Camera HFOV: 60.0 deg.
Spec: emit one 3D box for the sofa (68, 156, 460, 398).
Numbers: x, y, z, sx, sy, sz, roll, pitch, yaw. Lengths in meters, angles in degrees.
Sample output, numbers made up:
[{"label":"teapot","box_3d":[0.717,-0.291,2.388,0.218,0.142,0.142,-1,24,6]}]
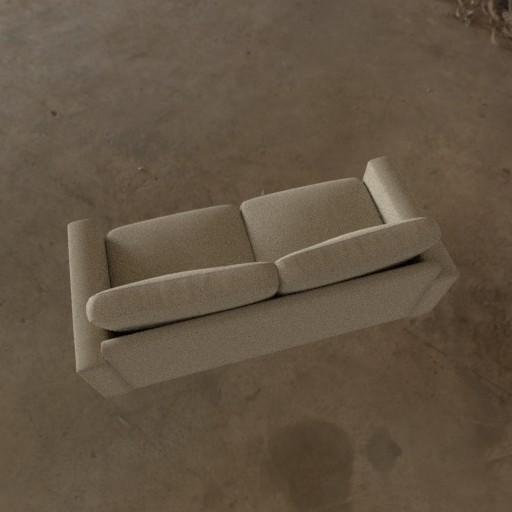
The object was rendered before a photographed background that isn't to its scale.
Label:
[{"label":"sofa","box_3d":[0.000,0.000,2.761,2.179,0.873,1.016,-13,59,-8]}]
